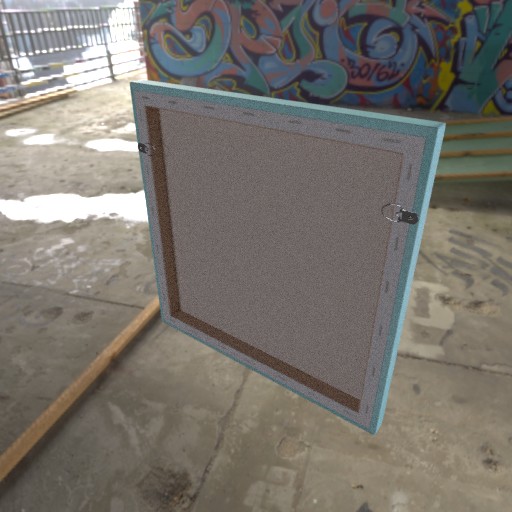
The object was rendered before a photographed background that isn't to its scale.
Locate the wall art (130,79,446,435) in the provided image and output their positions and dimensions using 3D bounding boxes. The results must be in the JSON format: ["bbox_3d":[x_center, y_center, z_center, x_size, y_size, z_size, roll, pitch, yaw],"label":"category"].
[{"bbox_3d":[0.000,0.000,1.572,1.071,1.073,0.070,20,36,31],"label":"wall art"}]
